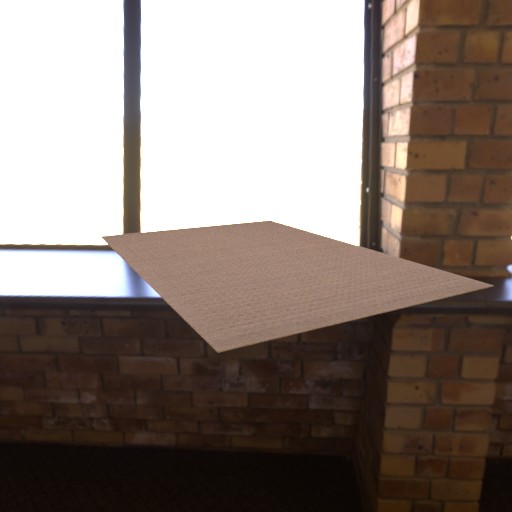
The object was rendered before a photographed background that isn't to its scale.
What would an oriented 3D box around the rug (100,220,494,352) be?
[{"bbox_3d":[0.000,0.000,3.682,1.981,0.006,2.895,-8,16,-28],"label":"rug"}]
